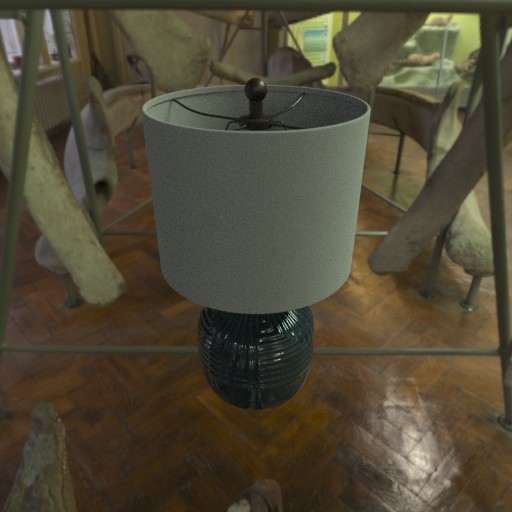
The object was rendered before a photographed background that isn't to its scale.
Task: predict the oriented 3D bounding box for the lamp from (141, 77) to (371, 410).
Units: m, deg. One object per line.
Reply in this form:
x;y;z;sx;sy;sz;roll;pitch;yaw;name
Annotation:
0.000;0.000;0.753;0.318;0.567;0.318;0;30;0;lamp
